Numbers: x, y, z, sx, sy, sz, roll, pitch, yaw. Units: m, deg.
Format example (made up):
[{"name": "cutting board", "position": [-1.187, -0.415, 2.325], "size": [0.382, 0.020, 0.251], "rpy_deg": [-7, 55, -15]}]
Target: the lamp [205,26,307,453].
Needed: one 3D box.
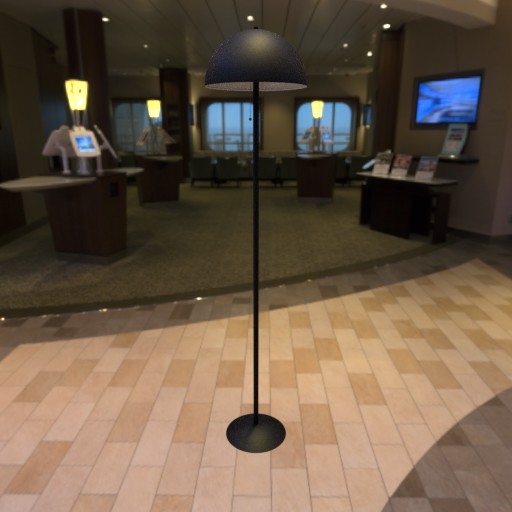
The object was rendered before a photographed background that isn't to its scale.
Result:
[{"name": "lamp", "position": [0.000, 0.000, 1.582], "size": [0.328, 1.480, 0.328], "rpy_deg": [-16, 22, -43]}]
